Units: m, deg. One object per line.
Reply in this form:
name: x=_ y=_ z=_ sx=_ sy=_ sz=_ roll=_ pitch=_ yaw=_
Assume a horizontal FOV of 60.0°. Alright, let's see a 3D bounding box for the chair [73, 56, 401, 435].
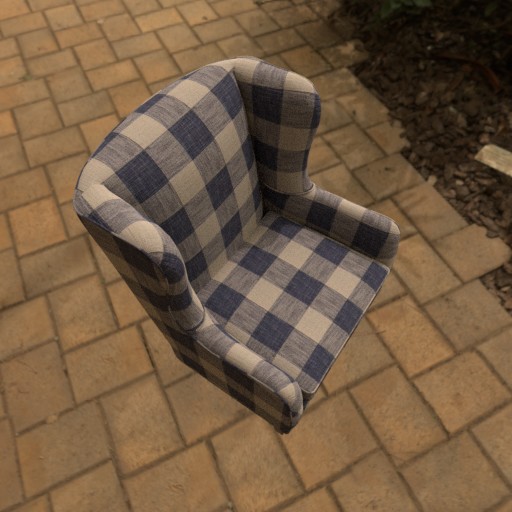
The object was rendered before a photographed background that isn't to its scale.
chair: x=0.000 y=0.000 z=1.681 sx=0.889 sy=1.041 sz=0.830 roll=30 pitch=63 yaw=18
